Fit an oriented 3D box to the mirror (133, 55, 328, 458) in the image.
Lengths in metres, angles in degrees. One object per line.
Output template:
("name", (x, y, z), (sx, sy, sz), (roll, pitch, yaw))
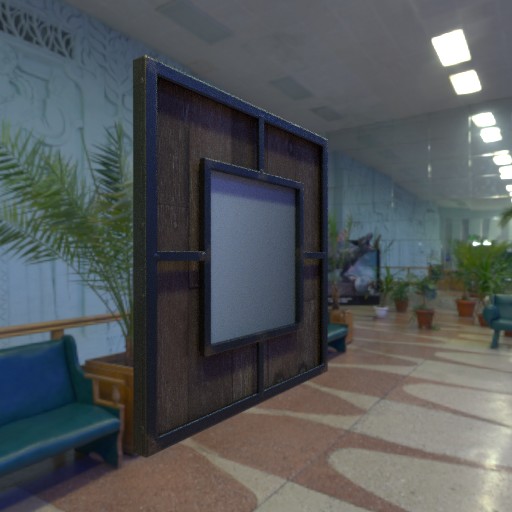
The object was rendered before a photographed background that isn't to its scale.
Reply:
("mirror", (0.000, 0.000, 0.578), (0.020, 0.381, 0.382), (0, 0, 36))
